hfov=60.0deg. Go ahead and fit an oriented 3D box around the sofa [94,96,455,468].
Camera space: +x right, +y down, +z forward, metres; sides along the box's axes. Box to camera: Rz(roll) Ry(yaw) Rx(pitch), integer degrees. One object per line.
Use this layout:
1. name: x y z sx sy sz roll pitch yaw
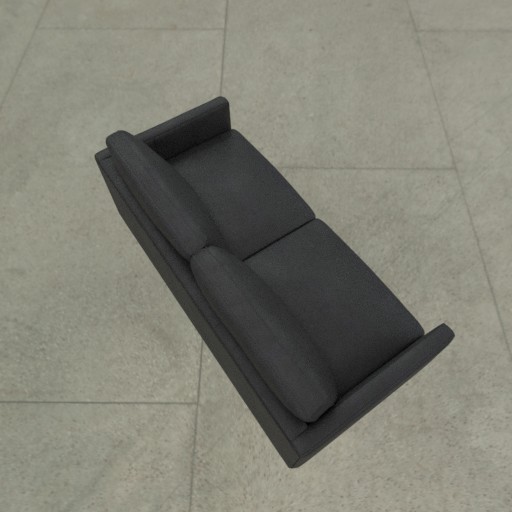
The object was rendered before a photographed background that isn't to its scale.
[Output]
1. sofa: 0.000 0.000 2.476 0.933 0.863 1.971 -31 64 -17
